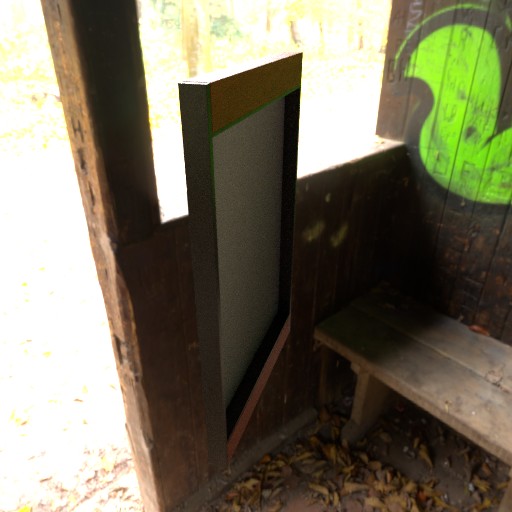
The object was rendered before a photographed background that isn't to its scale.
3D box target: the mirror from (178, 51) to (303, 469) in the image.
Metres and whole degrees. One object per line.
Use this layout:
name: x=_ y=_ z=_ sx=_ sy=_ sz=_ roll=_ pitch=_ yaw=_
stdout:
mirror: x=0.000 y=0.000 z=1.026 sx=0.047 sy=0.823 sz=0.525 roll=10 pitch=31 yaw=17
